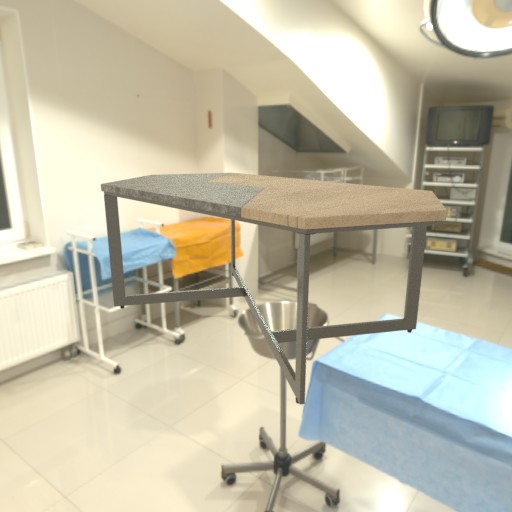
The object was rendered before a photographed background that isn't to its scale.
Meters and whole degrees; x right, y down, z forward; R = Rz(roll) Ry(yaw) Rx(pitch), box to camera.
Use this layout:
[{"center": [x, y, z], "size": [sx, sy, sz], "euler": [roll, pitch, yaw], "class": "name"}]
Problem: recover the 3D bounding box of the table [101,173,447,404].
[{"center": [0.000, 0.000, 1.480], "size": [1.219, 0.457, 0.609], "euler": [15, 21, 43], "class": "table"}]
